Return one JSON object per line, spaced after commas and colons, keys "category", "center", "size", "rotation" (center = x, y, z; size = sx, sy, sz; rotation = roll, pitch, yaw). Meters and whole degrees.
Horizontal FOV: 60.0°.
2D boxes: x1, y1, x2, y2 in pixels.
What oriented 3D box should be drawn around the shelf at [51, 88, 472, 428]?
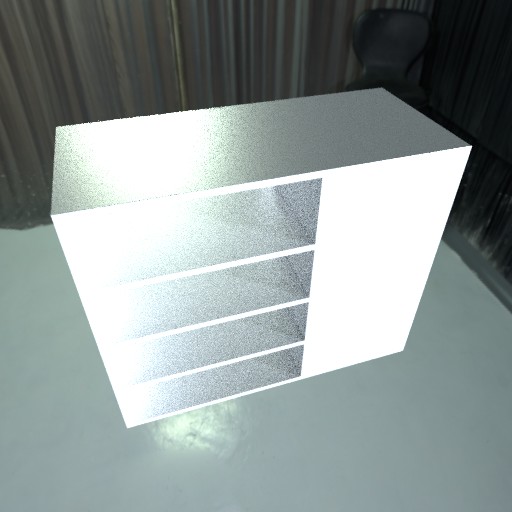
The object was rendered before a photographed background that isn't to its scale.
{"category": "shelf", "center": [0.000, 0.000, 1.273], "size": [0.895, 0.732, 0.396], "rotation": [-12, 41, -14]}
